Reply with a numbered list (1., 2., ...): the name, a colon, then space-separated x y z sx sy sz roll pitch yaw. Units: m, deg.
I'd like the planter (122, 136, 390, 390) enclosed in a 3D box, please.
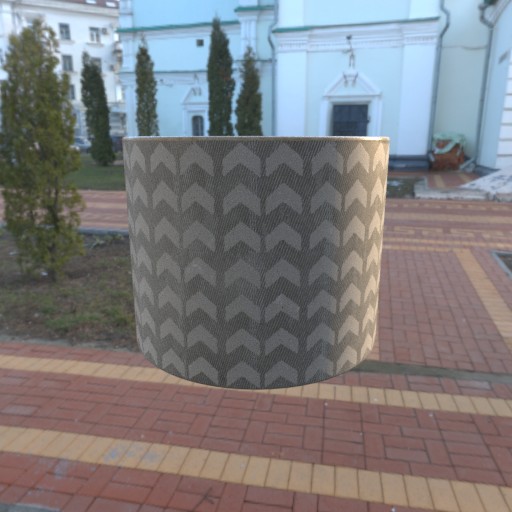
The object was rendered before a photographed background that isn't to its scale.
1. planter: 0.000 0.000 0.350 0.190 0.181 0.190 0 15 0
